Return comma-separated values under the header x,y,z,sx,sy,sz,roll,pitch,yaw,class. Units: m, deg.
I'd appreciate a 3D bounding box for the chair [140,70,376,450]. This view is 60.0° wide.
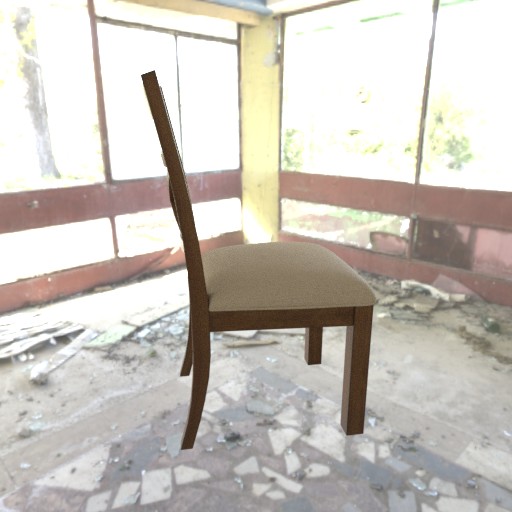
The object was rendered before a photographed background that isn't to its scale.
x,y,z,sx,sy,sz,roll,pitch,yaw,class
0.000,0.000,1.288,0.581,0.949,0.461,-3,16,-9,chair
